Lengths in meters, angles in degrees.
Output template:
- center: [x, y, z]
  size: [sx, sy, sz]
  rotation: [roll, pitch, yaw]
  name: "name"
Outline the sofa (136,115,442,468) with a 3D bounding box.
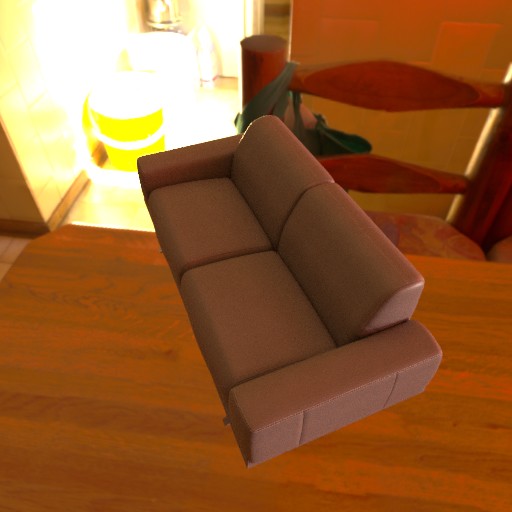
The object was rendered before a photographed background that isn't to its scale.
- center: [0.000, 0.000, 2.379]
  size: [0.900, 0.772, 1.901]
  rotation: [-17, 48, -16]
  name: "sofa"
